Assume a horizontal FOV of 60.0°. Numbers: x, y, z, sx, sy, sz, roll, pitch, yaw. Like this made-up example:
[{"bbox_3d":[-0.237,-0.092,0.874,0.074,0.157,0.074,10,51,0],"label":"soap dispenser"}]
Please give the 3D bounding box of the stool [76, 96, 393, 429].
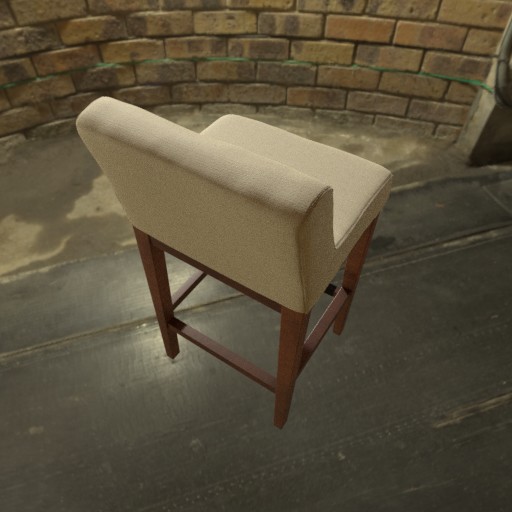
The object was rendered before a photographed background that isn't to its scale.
[{"bbox_3d":[0.000,0.000,1.199,0.511,0.937,0.500,26,53,22],"label":"stool"}]
